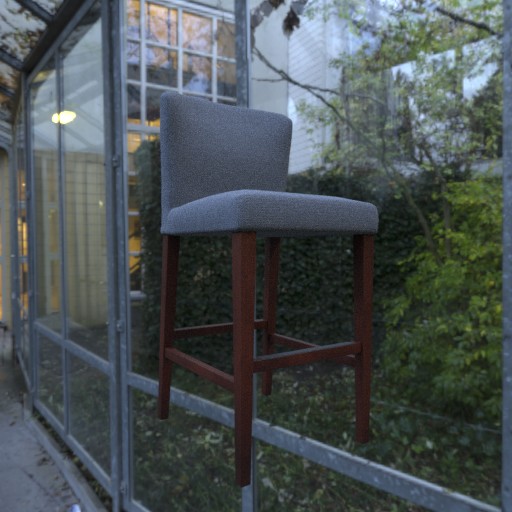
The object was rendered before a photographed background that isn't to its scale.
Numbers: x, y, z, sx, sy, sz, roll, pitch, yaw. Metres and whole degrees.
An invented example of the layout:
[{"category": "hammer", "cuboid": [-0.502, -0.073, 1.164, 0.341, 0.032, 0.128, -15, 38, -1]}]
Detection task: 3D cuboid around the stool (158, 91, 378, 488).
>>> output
[{"category": "stool", "cuboid": [0.000, 0.000, 1.353, 0.486, 1.069, 0.568, -1, 2, -34]}]
